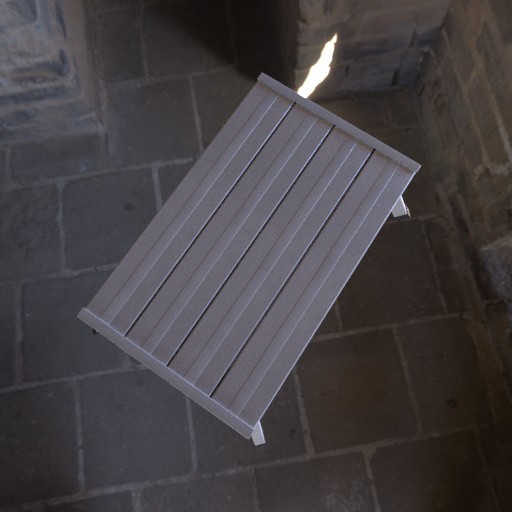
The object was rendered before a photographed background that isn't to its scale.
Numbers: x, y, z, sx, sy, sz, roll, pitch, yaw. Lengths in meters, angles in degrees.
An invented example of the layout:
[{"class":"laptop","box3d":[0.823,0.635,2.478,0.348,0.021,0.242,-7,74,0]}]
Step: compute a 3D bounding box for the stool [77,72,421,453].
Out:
[{"class":"stool","box3d":[0.000,0.000,0.734,0.385,0.225,0.535,33,79,8]}]
